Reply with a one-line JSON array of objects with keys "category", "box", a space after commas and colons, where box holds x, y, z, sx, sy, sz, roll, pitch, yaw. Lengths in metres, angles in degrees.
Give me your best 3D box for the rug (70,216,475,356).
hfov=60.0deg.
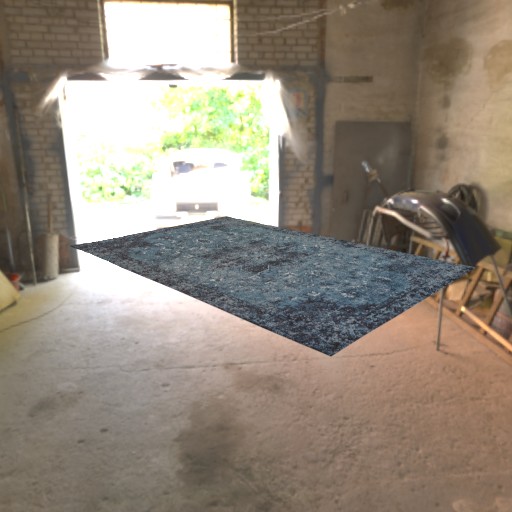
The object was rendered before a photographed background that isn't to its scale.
[{"category": "rug", "box": [0.000, 0.000, 2.376, 1.828, 0.005, 1.219, 16, 23, 42]}]
